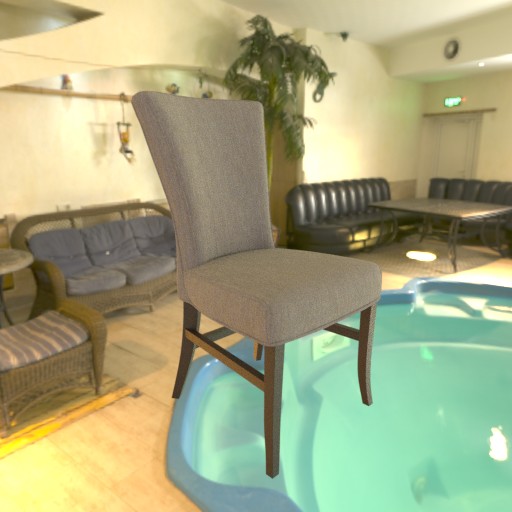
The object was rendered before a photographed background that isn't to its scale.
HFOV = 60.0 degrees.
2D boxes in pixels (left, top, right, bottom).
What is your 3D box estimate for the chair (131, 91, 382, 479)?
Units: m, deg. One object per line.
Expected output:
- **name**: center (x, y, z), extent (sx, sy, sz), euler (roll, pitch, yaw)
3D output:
- **chair**: center (0.000, 0.000, 1.403), extent (0.520, 0.991, 0.660), euler (-13, 19, -43)
